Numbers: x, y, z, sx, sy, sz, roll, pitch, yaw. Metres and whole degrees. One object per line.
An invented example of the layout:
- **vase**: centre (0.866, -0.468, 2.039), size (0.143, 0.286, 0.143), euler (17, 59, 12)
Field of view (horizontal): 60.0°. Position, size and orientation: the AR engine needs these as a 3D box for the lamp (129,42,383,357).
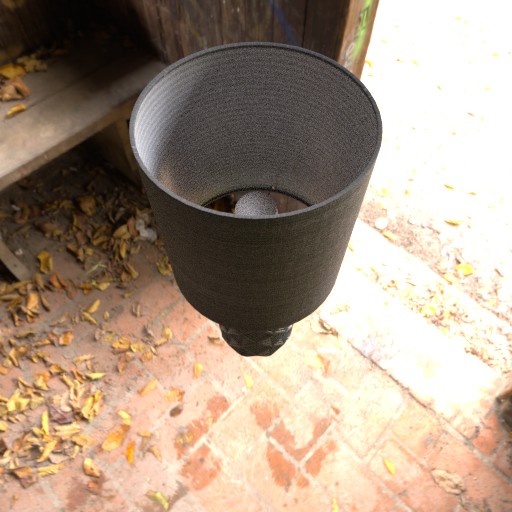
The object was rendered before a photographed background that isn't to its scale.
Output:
- **lamp**: centre (0.000, 0.000, 0.714), size (0.268, 0.566, 0.269), euler (13, 59, 8)
